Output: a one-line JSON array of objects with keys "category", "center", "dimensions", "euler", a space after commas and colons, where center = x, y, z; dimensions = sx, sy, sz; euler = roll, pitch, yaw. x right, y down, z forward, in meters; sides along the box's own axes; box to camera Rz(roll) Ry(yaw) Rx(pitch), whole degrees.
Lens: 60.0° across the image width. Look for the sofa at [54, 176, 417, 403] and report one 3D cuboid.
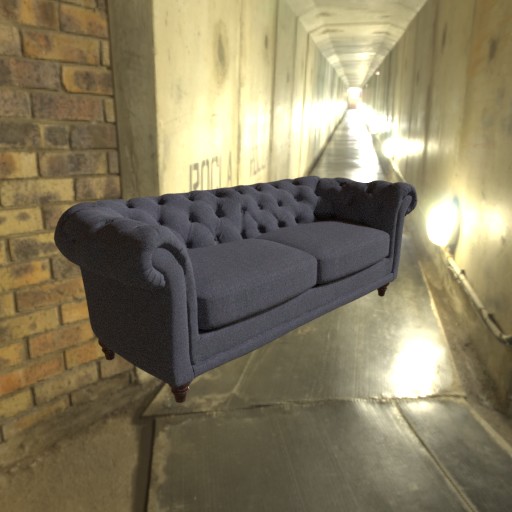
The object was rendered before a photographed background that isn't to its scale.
[{"category": "sofa", "center": [0.000, 0.000, 2.803], "dimensions": [1.046, 0.836, 2.335], "euler": [15, 21, 42]}]
